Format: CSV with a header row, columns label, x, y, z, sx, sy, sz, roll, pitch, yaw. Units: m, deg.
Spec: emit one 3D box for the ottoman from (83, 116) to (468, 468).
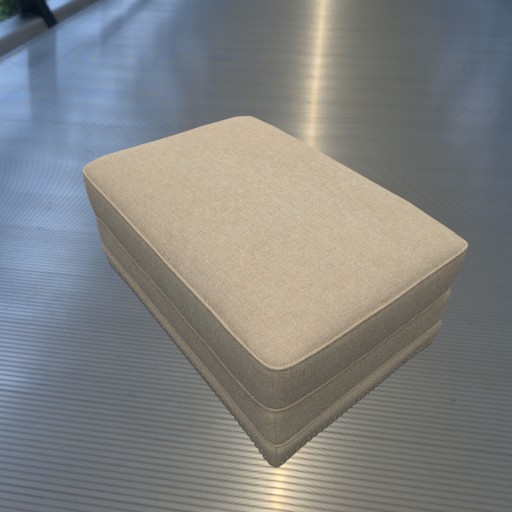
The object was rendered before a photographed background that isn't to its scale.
label,x,y,z,sx,sy,sz,roll,pitch,yaw
ottoman,0.000,0.000,1.132,0.559,0.458,0.813,-27,47,-28
